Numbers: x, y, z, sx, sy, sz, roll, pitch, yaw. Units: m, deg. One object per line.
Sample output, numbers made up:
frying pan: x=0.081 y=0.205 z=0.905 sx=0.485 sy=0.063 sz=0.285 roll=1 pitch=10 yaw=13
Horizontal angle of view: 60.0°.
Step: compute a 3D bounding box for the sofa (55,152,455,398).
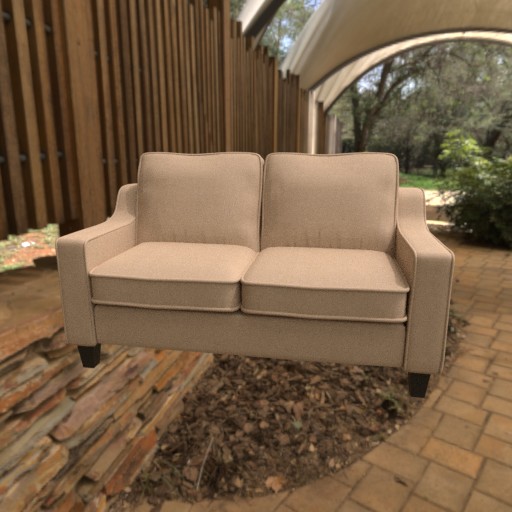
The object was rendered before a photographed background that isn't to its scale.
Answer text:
sofa: x=0.000 y=0.000 z=3.444 sx=2.587 sy=1.562 sz=1.351 roll=2 pitch=14 yaw=10
